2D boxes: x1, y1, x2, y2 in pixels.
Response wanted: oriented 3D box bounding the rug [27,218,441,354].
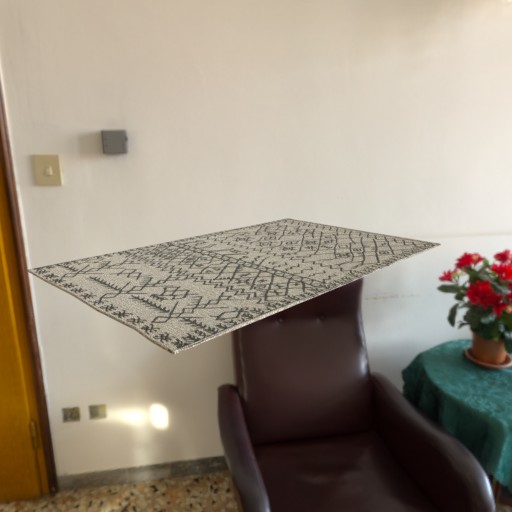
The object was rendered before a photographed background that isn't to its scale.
[{"bbox_3d":[0.000,0.000,4.743,2.393,0.019,3.824,14,21,43],"label":"rug"}]
